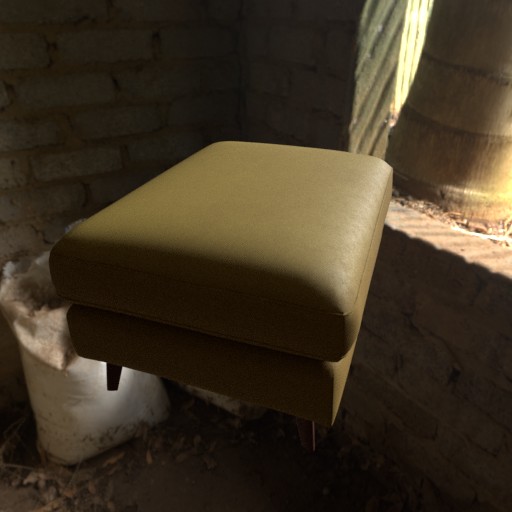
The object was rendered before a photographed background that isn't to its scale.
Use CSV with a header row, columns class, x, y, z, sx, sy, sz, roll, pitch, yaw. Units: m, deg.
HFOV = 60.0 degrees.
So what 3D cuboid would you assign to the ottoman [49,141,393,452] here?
class,x,y,z,sx,sy,sz,roll,pitch,yaw
ottoman,0.000,0.000,1.152,0.608,0.449,0.811,10,31,17
